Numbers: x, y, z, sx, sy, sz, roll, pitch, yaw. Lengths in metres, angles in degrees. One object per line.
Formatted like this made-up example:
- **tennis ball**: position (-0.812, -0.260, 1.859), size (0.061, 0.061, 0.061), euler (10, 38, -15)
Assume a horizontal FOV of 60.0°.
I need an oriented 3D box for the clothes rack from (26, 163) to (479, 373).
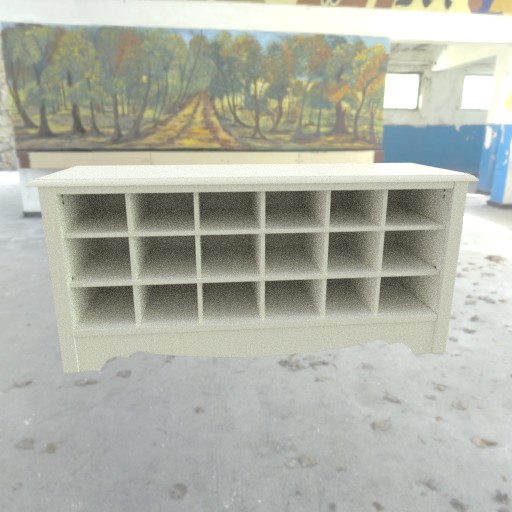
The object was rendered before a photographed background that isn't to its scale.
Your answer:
- **clothes rack**: position (0.000, 0.000, 1.454), size (1.218, 0.558, 0.405), euler (-2, 17, -6)
